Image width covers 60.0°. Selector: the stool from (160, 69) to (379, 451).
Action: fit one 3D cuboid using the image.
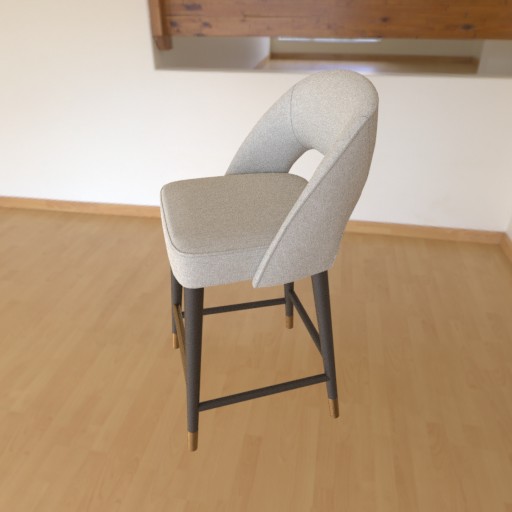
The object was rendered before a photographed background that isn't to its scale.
[{"bbox_3d":[0.000,0.000,1.236,0.509,0.940,0.494,-8,32,-13],"label":"stool"}]
